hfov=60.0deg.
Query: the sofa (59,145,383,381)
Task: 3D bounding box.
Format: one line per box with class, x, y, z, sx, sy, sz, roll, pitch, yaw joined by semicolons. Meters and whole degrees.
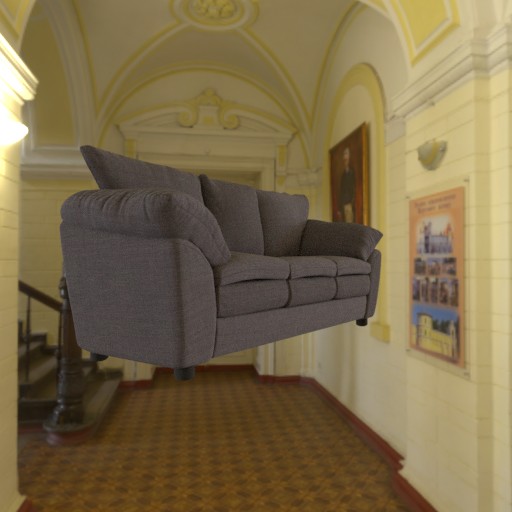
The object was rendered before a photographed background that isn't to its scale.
sofa;0.000;0.000;2.878;0.883;1.080;2.336;0;-1;36
